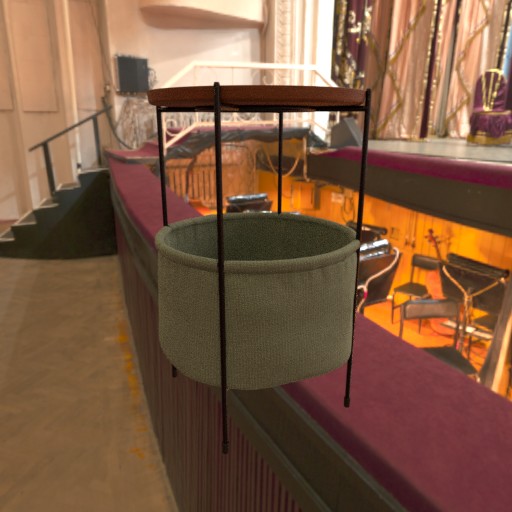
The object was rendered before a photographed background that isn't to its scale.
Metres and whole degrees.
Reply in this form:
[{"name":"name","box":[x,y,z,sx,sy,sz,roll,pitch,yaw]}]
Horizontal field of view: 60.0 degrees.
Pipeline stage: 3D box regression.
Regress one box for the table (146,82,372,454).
[{"name":"table","box":[0.000,0.000,0.889,0.400,0.623,0.400,-9,19,-27]}]
